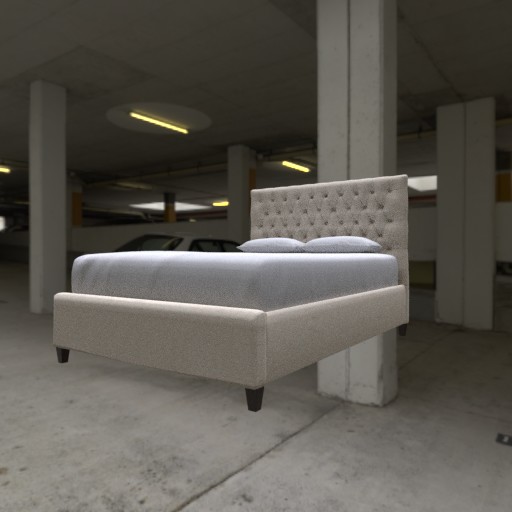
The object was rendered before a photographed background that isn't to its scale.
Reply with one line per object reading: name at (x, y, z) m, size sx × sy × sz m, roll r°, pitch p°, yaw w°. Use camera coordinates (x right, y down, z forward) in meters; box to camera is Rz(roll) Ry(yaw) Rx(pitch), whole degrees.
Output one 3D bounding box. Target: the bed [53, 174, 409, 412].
bed at (0.000, 0.000, 3.463) m, size 1.698 × 1.427 × 2.387 m, roll 0°, pitch 0°, yaw 35°
